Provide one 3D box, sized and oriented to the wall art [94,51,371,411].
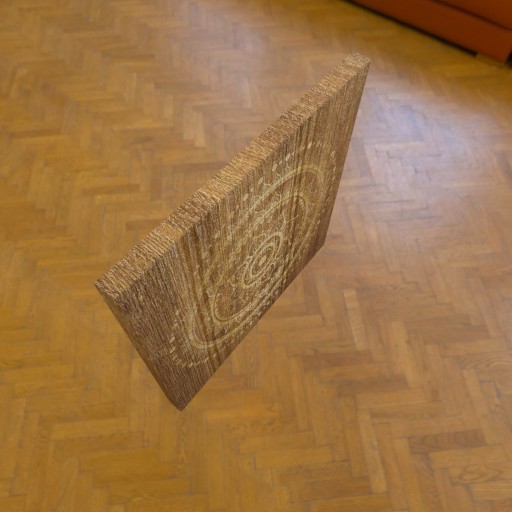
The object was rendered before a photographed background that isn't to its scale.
[{"bbox_3d":[0.000,0.000,0.924,0.042,0.608,0.611,34,64,19],"label":"wall art"}]
